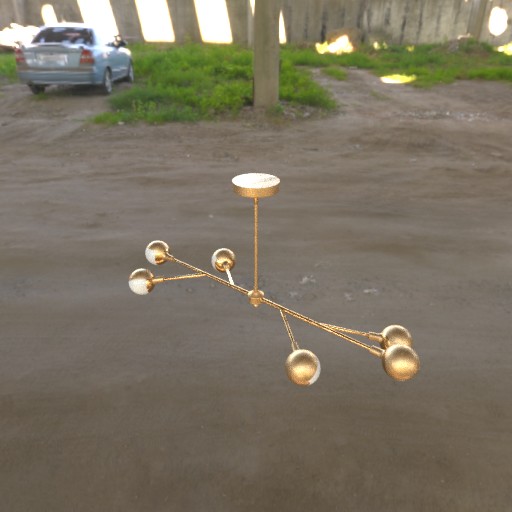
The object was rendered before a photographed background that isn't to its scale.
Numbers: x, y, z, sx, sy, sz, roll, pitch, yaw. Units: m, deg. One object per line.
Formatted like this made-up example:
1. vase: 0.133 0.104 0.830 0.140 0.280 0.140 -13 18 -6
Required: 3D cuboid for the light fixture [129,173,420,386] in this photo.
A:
1. light fixture: 0.000 0.000 1.024 0.434 0.362 0.778 -18 33 -30
